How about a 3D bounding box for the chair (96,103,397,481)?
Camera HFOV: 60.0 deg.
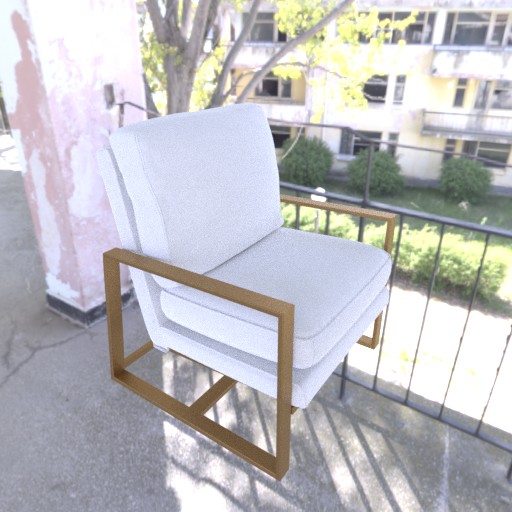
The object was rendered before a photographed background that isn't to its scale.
[{"bbox_3d":[0.000,0.000,1.586,0.813,0.966,0.805,17,31,31],"label":"chair"}]
